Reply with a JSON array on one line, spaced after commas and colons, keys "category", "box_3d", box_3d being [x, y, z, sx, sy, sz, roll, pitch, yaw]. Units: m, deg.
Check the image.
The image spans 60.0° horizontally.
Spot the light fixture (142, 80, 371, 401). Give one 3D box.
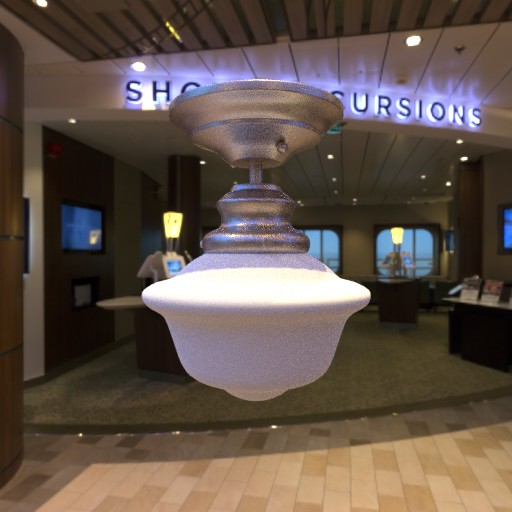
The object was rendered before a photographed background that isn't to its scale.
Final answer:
[{"category": "light fixture", "box_3d": [0.000, 0.000, 0.394, 0.199, 0.254, 0.199, 0, 0, 0]}]
